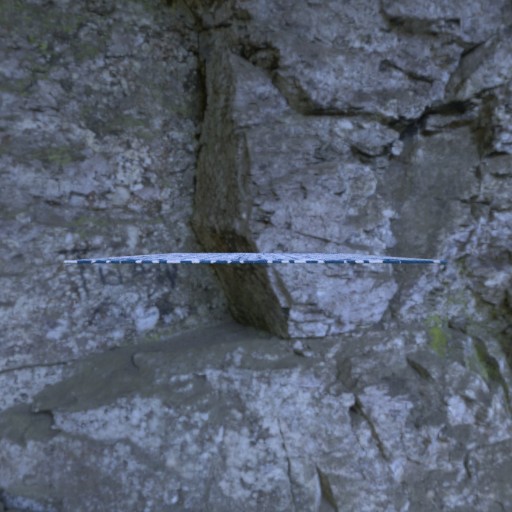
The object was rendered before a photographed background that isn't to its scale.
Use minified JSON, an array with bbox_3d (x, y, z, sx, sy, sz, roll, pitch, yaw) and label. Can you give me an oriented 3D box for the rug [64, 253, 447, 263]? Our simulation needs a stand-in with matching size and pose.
[{"bbox_3d":[0.000,0.000,2.962,1.517,0.011,2.435,0,1,0],"label":"rug"}]
